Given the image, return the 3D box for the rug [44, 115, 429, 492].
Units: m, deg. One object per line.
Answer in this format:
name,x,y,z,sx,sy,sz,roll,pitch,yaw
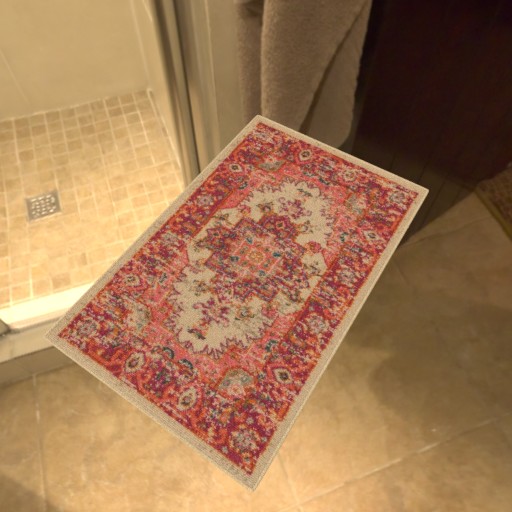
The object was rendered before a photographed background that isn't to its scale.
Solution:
rug,0.000,0.000,1.087,0.556,0.004,0.868,29,62,17
